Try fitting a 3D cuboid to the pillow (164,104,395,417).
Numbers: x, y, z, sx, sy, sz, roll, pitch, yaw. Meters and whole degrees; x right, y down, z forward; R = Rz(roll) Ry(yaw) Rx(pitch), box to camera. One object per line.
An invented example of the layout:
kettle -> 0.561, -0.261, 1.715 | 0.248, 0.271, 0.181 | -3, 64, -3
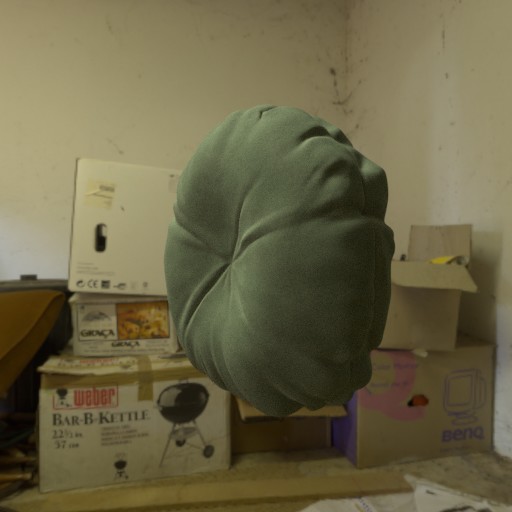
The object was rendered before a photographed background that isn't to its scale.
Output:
pillow -> 0.000, 0.000, 0.627 | 0.148, 0.407, 0.428 | 0, 1, -38
